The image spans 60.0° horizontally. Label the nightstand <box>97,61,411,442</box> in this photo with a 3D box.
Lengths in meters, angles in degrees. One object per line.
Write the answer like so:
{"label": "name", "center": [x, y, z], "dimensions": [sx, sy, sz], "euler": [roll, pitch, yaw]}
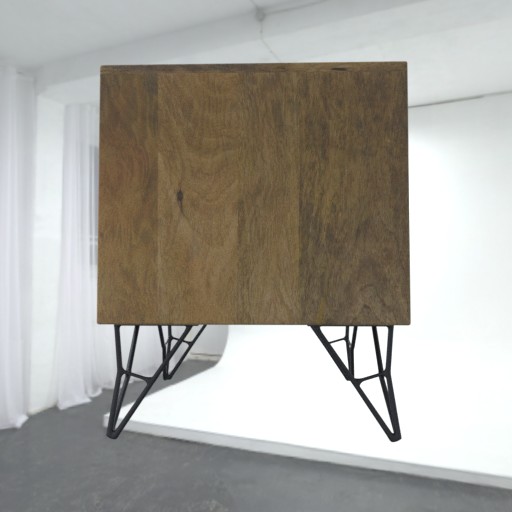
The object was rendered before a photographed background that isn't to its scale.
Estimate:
{"label": "nightstand", "center": [0.000, 0.000, 0.849], "dimensions": [0.457, 0.559, 0.406], "euler": [0, -2, 2]}
